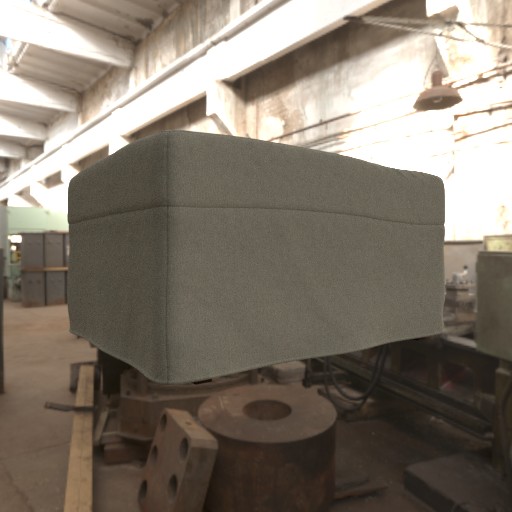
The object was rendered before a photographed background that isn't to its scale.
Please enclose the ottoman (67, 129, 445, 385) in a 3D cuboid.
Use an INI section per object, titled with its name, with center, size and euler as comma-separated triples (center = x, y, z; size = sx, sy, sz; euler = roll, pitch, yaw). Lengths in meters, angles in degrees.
[ottoman]
center = 0.000, 0.000, 1.207
size = 0.833, 0.461, 0.648
euler = 0, 1, -36
